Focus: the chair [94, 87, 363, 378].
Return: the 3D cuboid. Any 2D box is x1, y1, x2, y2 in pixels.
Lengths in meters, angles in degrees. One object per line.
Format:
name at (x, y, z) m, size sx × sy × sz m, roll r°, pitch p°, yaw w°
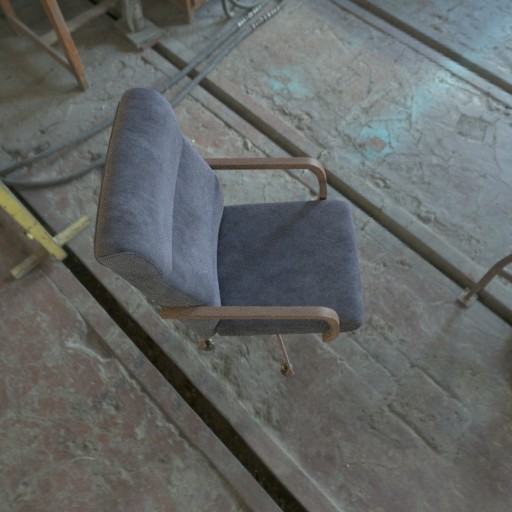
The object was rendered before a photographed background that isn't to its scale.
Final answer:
chair at (0.000, 0.000, 1.488) m, size 0.741 × 1.029 × 0.640 m, roll 0°, pitch 64°, yaw 0°
